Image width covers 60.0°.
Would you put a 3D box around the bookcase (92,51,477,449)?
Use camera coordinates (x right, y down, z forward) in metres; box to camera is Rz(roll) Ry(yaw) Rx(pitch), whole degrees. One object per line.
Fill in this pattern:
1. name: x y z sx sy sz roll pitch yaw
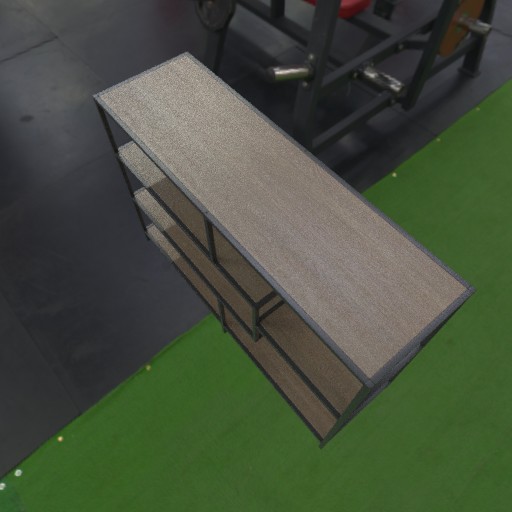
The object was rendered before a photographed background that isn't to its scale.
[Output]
1. bookcase: 0.000 0.000 1.500 0.350 0.780 1.140 -35 64 -19
